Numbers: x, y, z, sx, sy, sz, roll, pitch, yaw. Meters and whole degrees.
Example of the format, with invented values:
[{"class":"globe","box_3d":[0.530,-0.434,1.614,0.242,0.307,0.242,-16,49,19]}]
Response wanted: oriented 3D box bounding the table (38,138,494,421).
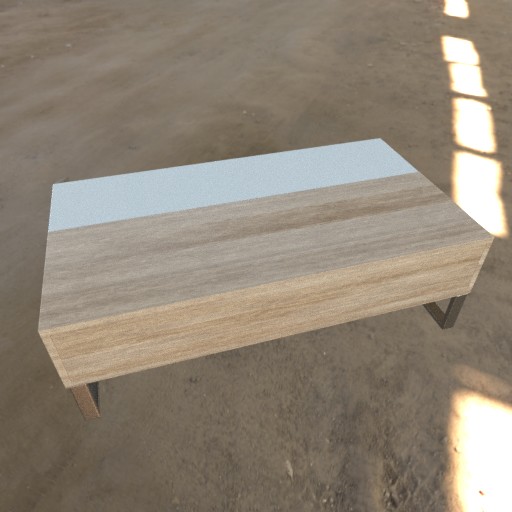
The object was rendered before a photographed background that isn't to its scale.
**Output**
[{"class":"table","box_3d":[0.000,0.000,1.350,1.100,0.350,0.600,-11,41,-13]}]
